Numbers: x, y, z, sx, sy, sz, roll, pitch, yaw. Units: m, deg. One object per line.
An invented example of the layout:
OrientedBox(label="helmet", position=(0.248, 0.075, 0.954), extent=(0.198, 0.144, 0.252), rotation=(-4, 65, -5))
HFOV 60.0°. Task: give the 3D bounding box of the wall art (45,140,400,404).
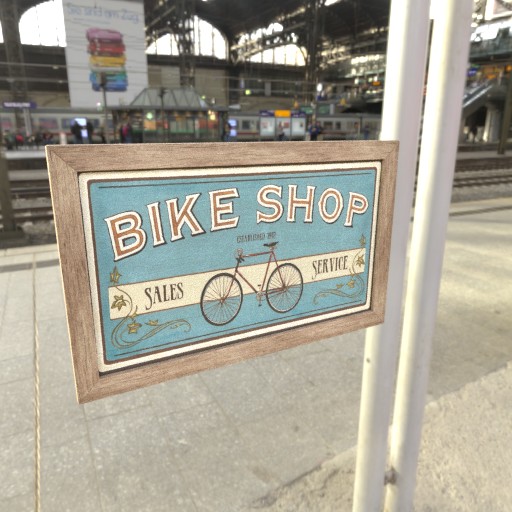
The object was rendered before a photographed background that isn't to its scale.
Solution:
OrientedBox(label="wall art", position=(0.000, 0.000, 0.966), extent=(0.780, 0.480, 0.021), rotation=(-8, 18, -27))
